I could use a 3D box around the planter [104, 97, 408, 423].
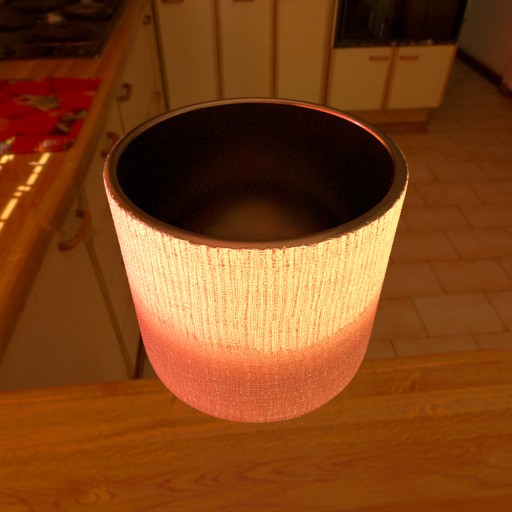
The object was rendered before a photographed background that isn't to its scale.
[{"bbox_3d":[0.000,0.000,0.389,0.221,0.201,0.221,0,41,0],"label":"planter"}]
